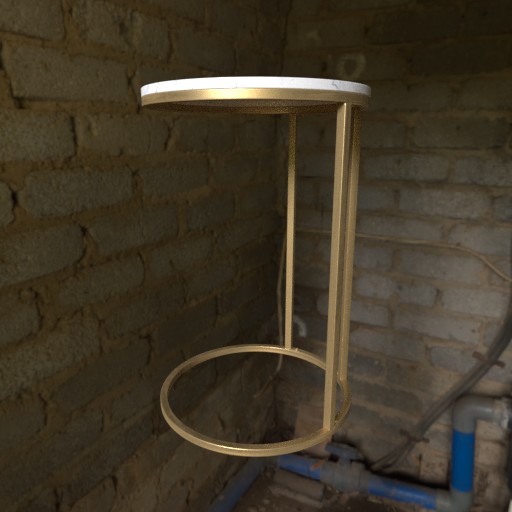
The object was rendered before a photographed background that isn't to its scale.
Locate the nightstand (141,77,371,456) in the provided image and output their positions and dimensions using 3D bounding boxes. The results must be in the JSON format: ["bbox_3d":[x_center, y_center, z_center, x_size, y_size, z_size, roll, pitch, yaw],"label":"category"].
[{"bbox_3d":[0.000,0.000,0.873,0.400,0.610,0.400,-2,15,-9],"label":"nightstand"}]
